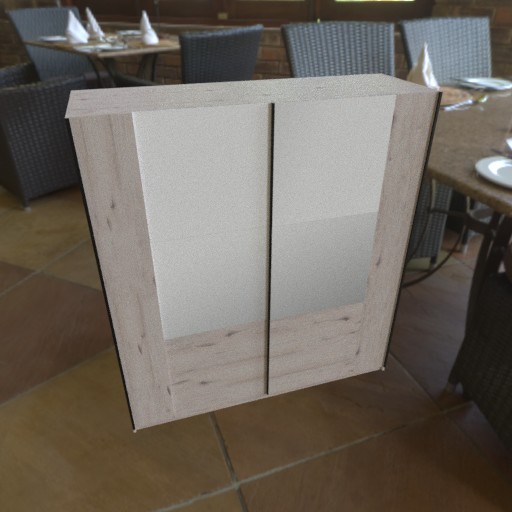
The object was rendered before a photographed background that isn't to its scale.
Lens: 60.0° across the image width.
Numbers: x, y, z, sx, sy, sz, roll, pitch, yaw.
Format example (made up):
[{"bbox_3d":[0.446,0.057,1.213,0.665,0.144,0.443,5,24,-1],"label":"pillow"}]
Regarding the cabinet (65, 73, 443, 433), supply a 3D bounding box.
[{"bbox_3d":[0.000,0.000,3.072,2.000,2.180,0.660,-9,32,-15],"label":"cabinet"}]
